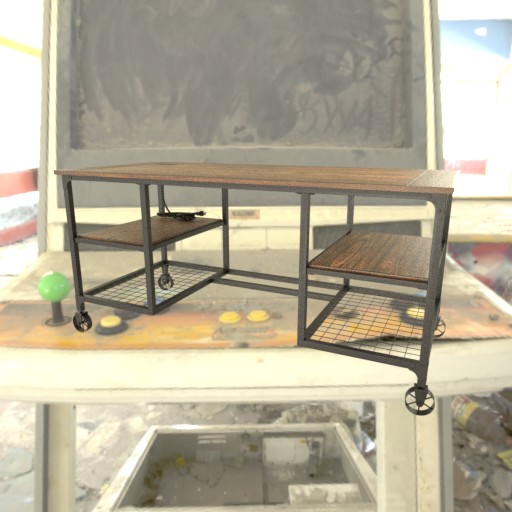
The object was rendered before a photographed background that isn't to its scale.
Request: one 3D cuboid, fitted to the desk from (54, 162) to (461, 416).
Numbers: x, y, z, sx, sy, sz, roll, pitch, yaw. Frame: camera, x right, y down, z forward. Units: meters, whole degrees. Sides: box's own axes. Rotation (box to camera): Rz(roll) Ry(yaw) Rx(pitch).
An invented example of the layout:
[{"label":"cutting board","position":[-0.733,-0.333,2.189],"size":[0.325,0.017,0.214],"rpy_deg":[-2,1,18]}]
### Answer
[{"label":"desk","position":[0.000,0.000,1.963],"size":[1.590,0.751,0.711],"rpy_deg":[7,17,24]}]
